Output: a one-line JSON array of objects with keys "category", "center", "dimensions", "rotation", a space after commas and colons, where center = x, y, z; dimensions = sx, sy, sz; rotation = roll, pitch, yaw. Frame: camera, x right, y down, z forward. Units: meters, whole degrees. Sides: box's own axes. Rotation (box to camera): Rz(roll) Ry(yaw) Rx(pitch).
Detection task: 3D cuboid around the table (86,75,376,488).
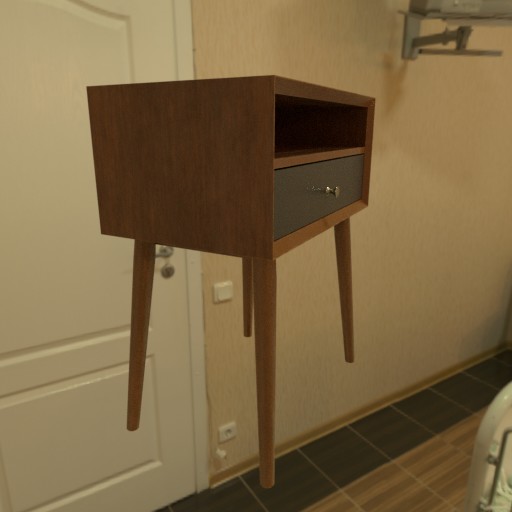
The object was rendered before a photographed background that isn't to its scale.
[{"category": "table", "center": [0.000, 0.000, 0.837], "dimensions": [0.307, 0.580, 0.454], "rotation": [9, 18, 27]}]
